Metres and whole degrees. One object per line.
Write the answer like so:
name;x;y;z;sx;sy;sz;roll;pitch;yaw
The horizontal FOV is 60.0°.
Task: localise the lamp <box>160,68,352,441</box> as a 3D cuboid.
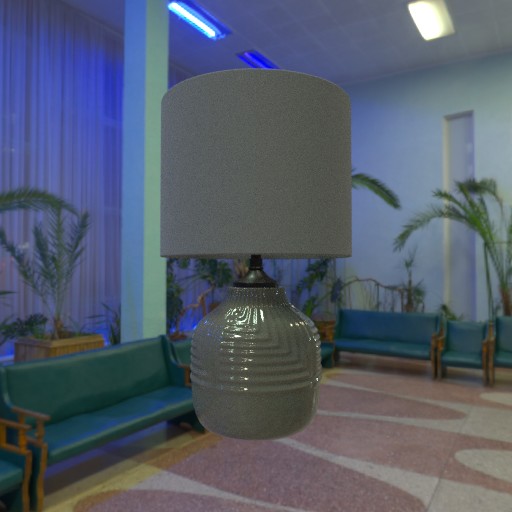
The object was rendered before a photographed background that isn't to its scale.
lamp;0.000;0.000;0.750;0.318;0.567;0.318;0;-2;0
